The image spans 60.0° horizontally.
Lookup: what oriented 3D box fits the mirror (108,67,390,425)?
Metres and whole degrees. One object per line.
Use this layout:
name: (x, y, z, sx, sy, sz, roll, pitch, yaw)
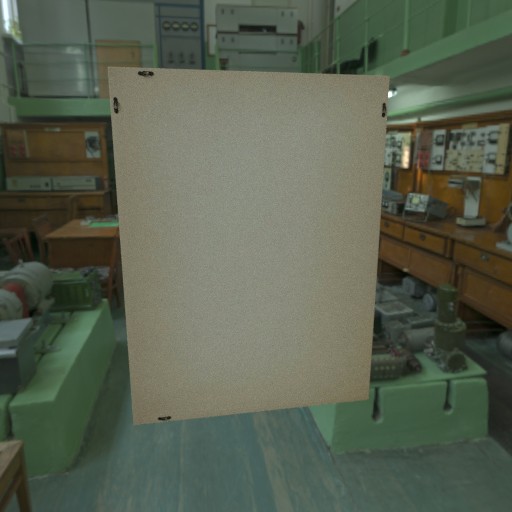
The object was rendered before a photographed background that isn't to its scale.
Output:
mirror: (0.000, 0.000, 1.312, 0.762, 1.016, 0.040, -3, 14, -10)
